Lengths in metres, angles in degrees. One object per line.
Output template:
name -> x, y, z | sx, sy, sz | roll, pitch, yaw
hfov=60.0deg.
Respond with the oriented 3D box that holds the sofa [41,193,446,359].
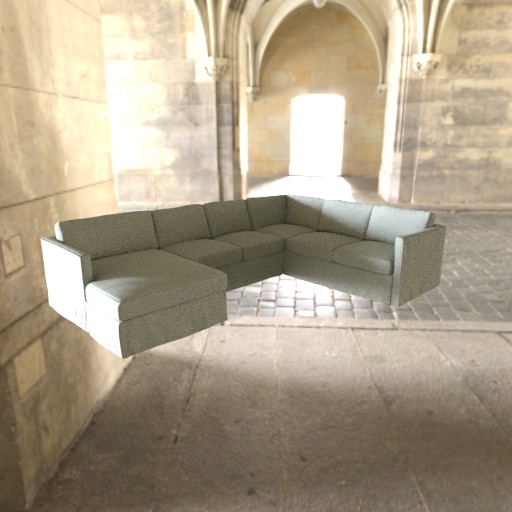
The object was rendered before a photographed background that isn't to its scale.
sofa -> 0.000, 0.000, 4.568 | 3.434, 0.869, 2.440 | -14, 21, -42
